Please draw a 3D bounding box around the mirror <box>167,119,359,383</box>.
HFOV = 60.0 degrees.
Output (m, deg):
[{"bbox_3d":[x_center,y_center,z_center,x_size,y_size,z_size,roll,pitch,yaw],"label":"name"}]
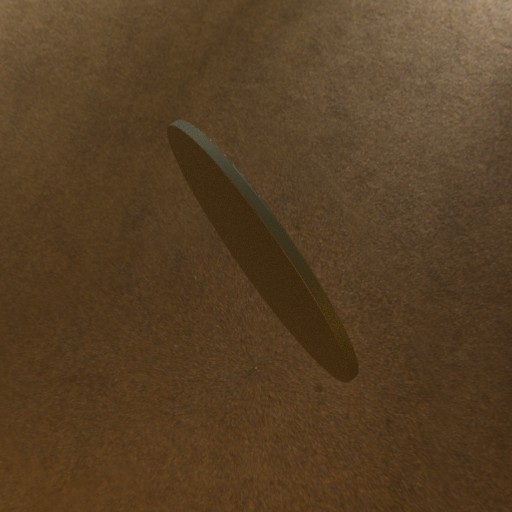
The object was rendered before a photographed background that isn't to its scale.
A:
[{"bbox_3d":[0.000,0.000,1.615,0.036,1.077,1.077,-35,78,-8],"label":"mirror"}]
